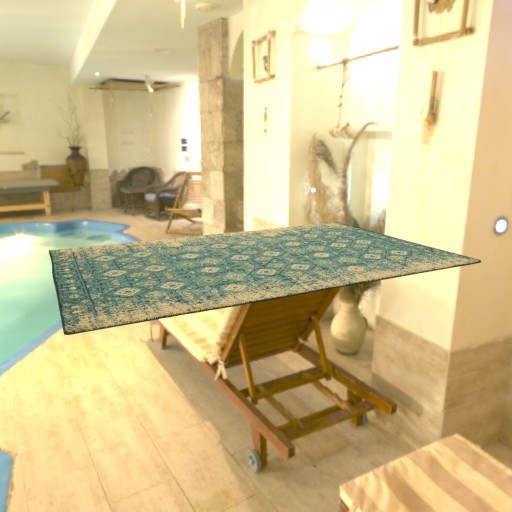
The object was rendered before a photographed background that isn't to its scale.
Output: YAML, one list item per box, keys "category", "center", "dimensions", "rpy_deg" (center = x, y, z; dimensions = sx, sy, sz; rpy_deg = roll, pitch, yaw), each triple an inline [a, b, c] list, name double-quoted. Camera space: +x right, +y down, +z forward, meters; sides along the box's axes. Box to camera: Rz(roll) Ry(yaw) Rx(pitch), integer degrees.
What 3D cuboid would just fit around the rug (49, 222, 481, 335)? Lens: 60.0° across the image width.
- category: "rug"
  center: [0.000, 0.000, 2.928]
  dimensions: [2.449, 0.015, 1.530]
  rpy_deg: [-7, 16, -25]
